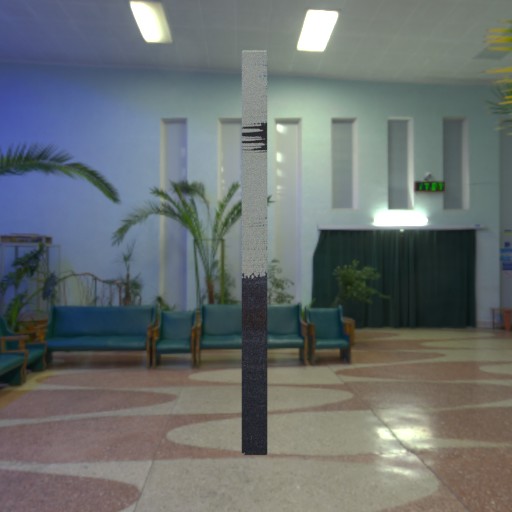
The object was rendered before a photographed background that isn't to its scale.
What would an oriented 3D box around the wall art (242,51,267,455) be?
[{"bbox_3d":[0.000,0.000,1.125,0.039,0.610,0.914,0,-1,0],"label":"wall art"}]
